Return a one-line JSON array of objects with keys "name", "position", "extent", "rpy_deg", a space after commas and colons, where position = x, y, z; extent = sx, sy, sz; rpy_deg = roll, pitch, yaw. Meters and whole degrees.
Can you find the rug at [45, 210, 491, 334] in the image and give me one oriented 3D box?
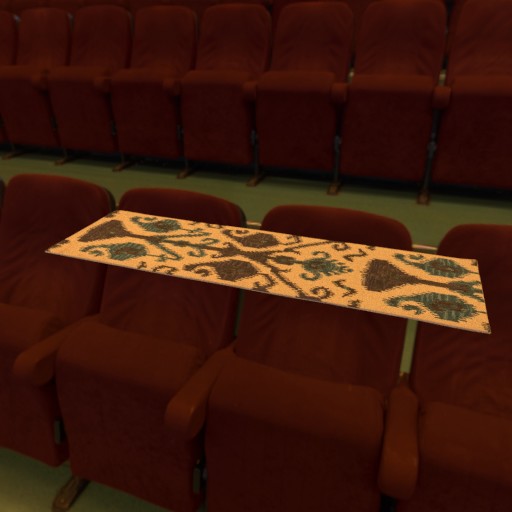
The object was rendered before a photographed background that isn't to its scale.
[{"name": "rug", "position": [0.000, 0.000, 2.457], "extent": [2.301, 0.017, 0.692], "rpy_deg": [9, 28, 17]}]
